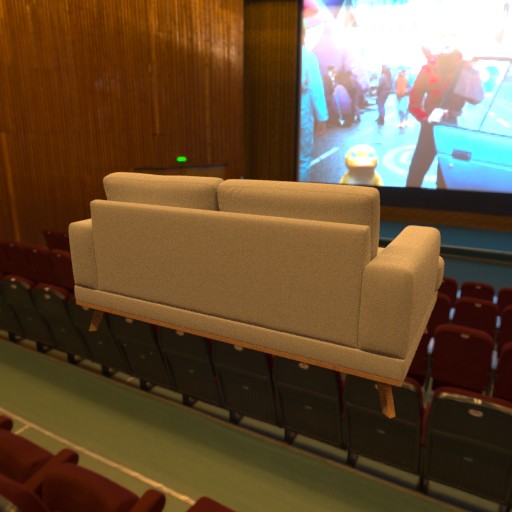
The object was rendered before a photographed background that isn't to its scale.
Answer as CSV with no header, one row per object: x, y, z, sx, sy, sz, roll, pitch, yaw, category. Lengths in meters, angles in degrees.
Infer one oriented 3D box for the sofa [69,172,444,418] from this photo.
0.000,0.000,2.184,1.651,0.810,0.915,8,18,27,sofa
